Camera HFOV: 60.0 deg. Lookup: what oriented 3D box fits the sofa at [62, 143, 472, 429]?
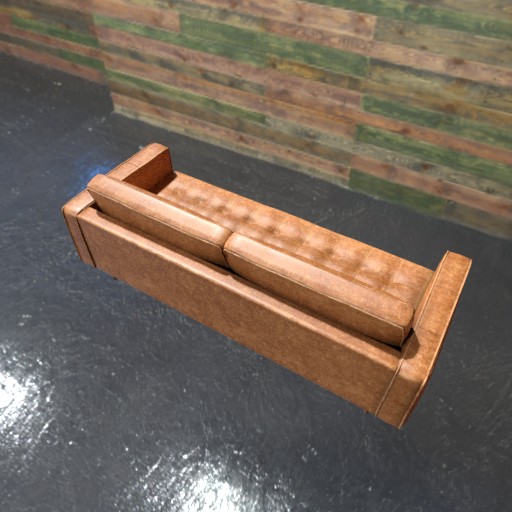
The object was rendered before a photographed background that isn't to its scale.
[{"bbox_3d":[0.000,0.000,2.606,2.199,0.779,0.886,24,51,21],"label":"sofa"}]
